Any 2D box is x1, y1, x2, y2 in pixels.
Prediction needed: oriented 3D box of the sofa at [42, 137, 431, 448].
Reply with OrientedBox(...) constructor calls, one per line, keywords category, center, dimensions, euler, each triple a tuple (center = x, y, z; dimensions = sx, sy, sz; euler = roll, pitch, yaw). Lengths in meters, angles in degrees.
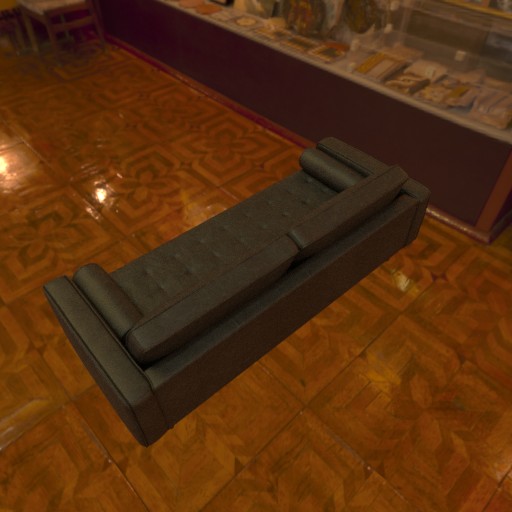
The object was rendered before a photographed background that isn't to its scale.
OrientedBox(category="sofa", center=(0.000, 0.000, 2.661), dimensions=(2.210, 0.762, 0.914), euler=(-32, 54, -27))
